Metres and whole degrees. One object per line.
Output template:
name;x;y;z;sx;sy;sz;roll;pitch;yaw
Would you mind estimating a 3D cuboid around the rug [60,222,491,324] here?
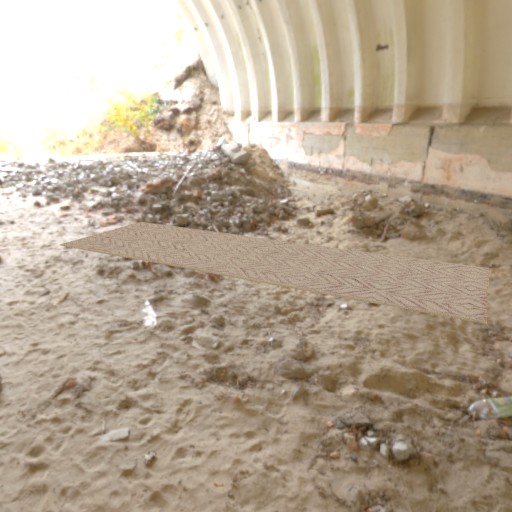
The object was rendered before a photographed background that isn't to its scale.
rug;0.000;0.000;2.591;2.435;0.009;0.750;9;19;27
